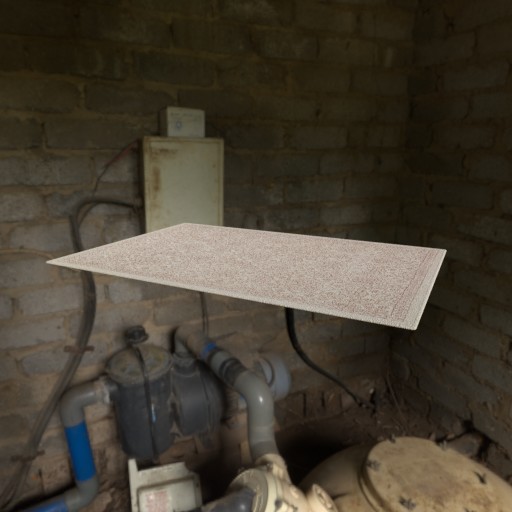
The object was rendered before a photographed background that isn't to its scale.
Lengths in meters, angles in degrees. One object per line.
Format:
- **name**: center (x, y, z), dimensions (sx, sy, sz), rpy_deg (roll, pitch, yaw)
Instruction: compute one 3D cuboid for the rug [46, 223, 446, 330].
- **rug**: center (0.000, 0.000, 2.416), dimensions (1.829, 0.010, 1.219), rpy_deg (8, 17, 26)
